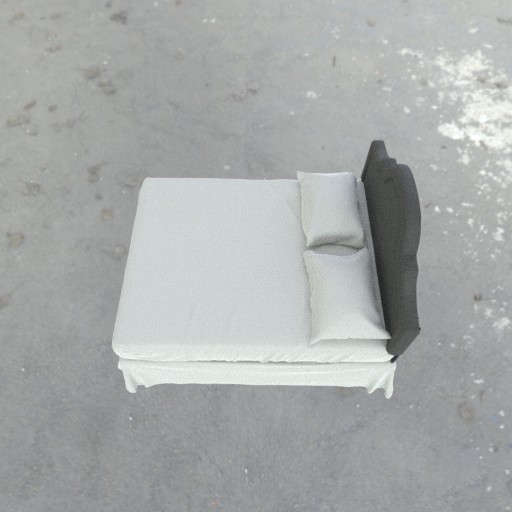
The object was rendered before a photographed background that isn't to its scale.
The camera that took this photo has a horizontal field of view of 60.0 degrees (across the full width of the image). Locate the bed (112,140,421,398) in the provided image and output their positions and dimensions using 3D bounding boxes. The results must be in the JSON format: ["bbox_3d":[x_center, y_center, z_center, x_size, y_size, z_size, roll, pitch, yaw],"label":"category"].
[{"bbox_3d":[0.000,0.000,3.381,2.222,1.634,1.780,1,58,0],"label":"bed"}]
